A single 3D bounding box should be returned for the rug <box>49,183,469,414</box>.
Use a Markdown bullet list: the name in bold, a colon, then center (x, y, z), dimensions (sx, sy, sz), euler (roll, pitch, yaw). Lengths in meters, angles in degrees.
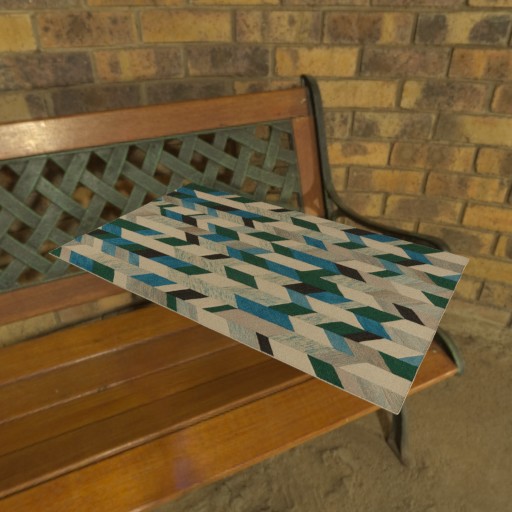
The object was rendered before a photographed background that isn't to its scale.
- **rug**: center (0.000, 0.000, 2.994), dimensions (2.433, 0.007, 1.507), euler (19, 36, 28)
